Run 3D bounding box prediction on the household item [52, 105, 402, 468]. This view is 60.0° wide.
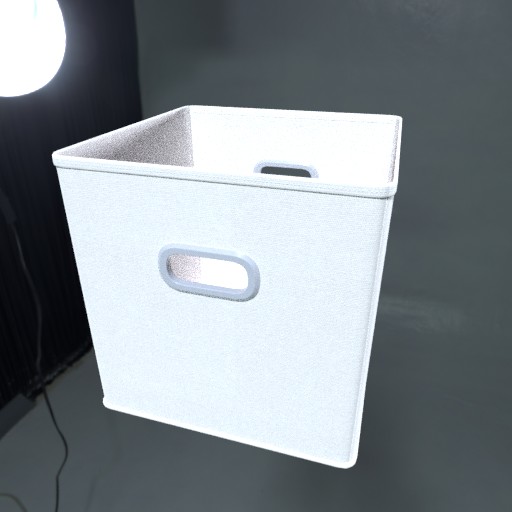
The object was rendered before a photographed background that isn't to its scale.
[{"bbox_3d":[0.000,0.000,0.552,0.305,0.305,0.305,8,28,15],"label":"household item"}]
